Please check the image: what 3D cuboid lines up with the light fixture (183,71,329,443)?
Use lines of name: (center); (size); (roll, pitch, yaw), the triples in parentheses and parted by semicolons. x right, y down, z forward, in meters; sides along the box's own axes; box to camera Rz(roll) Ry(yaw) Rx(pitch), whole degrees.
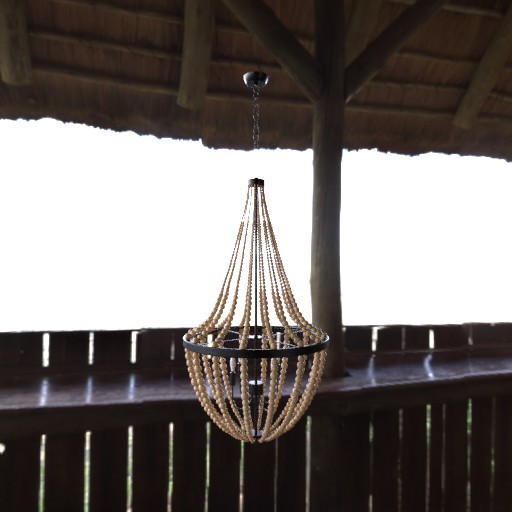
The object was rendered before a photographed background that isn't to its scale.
light fixture: (0.000, 0.000, 1.391); (0.450, 1.133, 0.450); (0, -1, 0)
